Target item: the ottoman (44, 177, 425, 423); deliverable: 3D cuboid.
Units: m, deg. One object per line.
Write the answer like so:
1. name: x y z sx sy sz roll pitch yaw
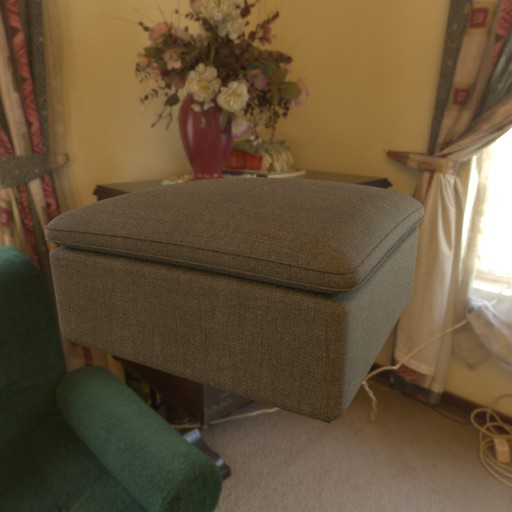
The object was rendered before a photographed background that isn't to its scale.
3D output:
1. ottoman: 0.000 0.000 1.697 1.067 0.559 1.067 9 18 27
